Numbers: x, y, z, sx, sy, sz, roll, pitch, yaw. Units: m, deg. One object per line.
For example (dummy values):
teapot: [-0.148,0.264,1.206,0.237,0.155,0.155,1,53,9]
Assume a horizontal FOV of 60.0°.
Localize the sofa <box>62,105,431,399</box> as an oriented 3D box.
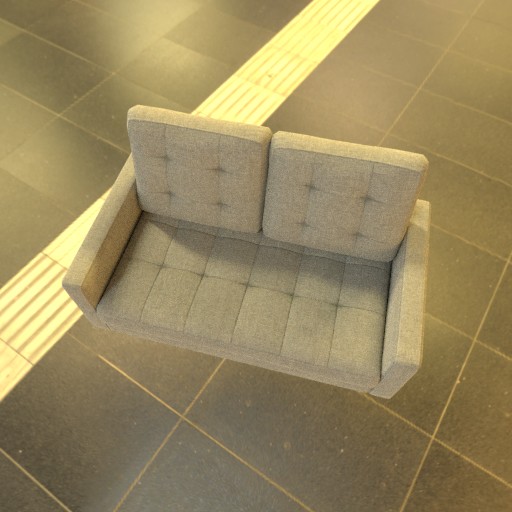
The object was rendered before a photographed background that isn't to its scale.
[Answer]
sofa: [0.000,0.000,1.944,1.407,0.907,0.842,12,59,7]
